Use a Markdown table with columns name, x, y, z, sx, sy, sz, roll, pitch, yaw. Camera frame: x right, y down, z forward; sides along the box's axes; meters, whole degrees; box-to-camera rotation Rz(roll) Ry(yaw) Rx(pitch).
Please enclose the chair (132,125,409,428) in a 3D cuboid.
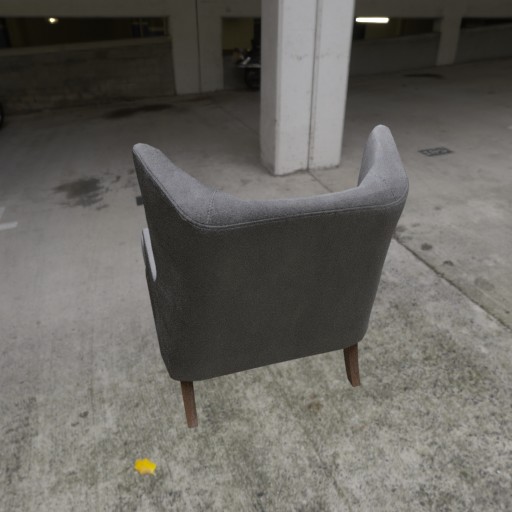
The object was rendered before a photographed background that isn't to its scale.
| name | x | y | z | sx | sy | sz | roll | pitch | yaw |
| --- | --- | --- | --- | --- | --- | --- | --- | --- | --- |
| chair | 0.000 | 0.000 | 1.626 | 0.784 | 0.950 | 0.906 | -9 | 30 | -15 |
